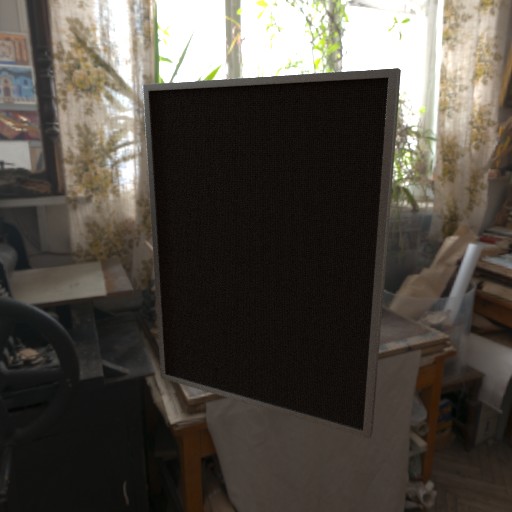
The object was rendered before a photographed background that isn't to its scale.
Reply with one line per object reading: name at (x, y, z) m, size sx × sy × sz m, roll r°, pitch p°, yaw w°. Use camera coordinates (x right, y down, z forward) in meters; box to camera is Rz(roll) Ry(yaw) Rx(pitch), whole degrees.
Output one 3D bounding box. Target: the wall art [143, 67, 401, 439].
wall art at (0.000, 0.000, 1.412) m, size 0.801 × 1.062 × 0.037 m, roll 7°, pitch 17°, yaw 25°
